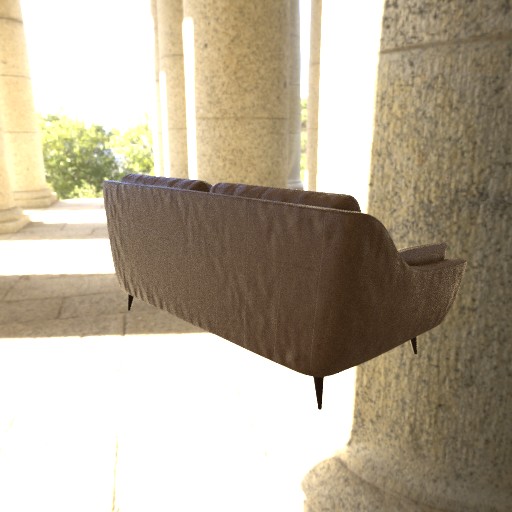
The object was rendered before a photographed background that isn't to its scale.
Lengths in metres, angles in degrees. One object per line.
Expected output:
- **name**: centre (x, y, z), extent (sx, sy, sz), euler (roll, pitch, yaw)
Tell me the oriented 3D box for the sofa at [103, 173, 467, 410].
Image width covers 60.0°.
- **sofa**: centre (0.000, 0.000, 2.408), extent (0.904, 0.839, 1.902), euler (-14, 20, -43)
